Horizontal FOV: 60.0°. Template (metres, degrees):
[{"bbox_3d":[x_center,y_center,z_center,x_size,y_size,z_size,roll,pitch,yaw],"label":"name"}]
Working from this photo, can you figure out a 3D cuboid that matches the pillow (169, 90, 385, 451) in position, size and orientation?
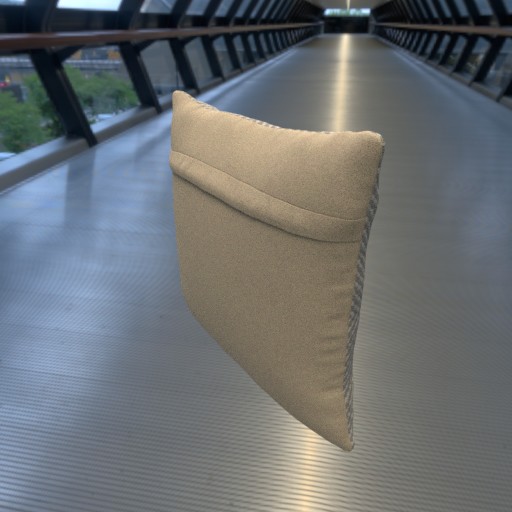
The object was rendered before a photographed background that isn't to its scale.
[{"bbox_3d":[0.000,0.000,0.702,0.181,0.458,0.459,-18,32,-31],"label":"pillow"}]
